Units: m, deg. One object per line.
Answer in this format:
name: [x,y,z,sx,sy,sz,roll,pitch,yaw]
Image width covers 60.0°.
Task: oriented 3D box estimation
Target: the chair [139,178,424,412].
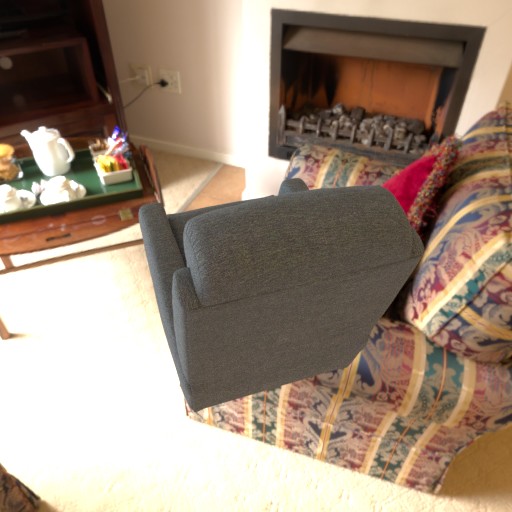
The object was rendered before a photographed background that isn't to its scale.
chair: [0.000,0.000,1.706,0.798,1.013,1.043,-12,42,-14]
